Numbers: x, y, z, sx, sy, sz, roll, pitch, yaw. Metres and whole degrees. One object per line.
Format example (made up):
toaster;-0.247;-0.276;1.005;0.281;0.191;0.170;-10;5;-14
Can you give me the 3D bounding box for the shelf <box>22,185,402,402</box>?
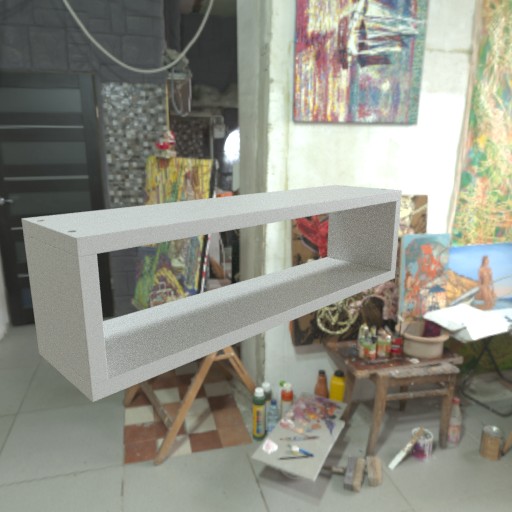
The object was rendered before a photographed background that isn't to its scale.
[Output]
shelf;0.000;0.000;0.686;0.610;0.170;0.150;-14;20;-43
